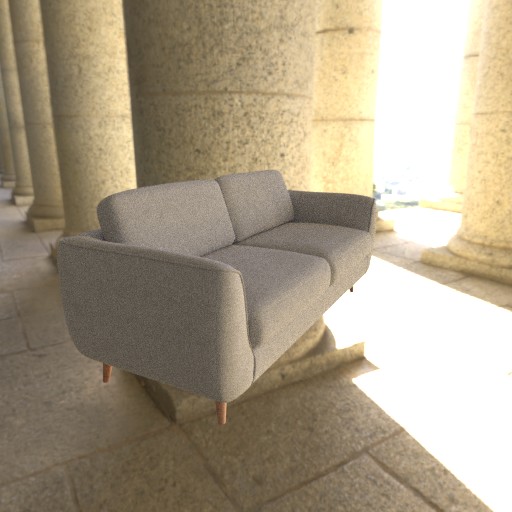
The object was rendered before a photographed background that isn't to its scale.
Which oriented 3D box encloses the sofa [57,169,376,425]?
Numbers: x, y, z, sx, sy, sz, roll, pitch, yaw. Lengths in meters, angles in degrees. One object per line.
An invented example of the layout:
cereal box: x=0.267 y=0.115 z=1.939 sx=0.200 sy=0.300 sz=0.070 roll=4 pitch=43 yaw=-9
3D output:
sofa: x=0.000 y=0.000 z=2.470 sx=0.920 sy=0.850 sz=2.000 roll=8 pitch=17 yaw=28
